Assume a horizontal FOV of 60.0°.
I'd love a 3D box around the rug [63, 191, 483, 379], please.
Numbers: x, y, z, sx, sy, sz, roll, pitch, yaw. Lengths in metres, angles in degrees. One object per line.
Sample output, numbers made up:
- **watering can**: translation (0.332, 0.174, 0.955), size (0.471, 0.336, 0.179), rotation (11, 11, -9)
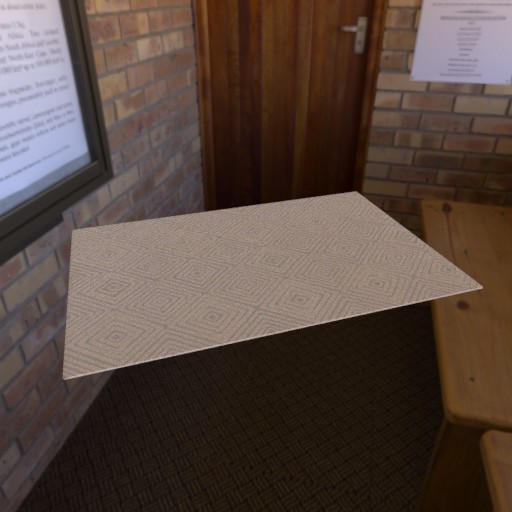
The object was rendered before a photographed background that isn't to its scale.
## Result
- **rug**: translation (0.000, 0.000, 2.205), size (1.753, 0.008, 1.143), rotation (-10, 32, -15)
